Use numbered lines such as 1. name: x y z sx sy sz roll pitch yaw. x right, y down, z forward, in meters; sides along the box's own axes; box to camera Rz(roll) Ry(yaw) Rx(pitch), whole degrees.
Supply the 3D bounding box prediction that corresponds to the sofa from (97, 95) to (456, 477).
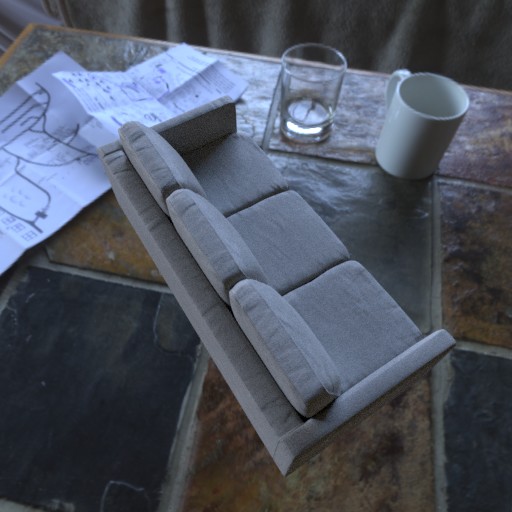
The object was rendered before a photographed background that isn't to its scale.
1. sofa: 0.000 0.000 2.472 0.944 0.918 1.983 -28 62 -17
